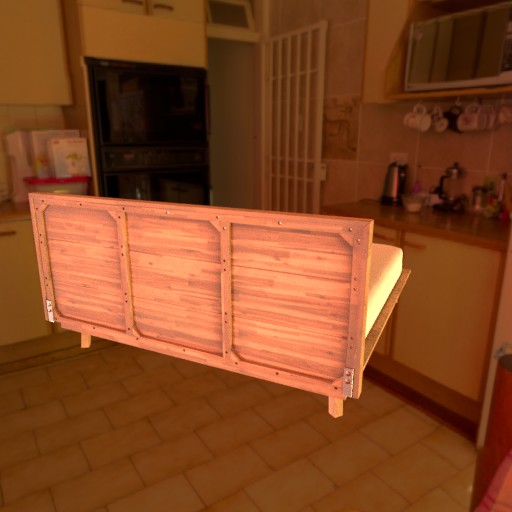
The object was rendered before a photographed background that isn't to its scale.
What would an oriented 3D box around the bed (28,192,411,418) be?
[{"bbox_3d":[0.000,0.000,3.402,2.116,1.100,2.167,7,17,25],"label":"bed"}]
